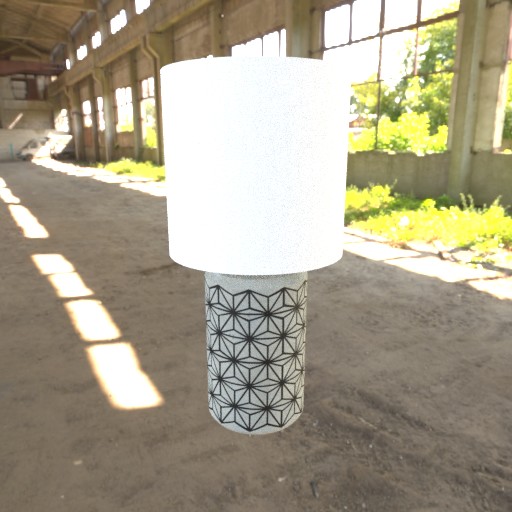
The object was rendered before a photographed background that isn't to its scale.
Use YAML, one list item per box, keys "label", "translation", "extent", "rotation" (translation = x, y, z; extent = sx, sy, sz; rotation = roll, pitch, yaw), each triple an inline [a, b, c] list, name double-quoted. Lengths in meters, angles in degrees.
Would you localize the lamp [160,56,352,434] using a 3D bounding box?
- label: "lamp"
  translation: [0.000, 0.000, 0.540]
  extent: [0.206, 0.416, 0.206]
  rotation: [7, 16, 24]
